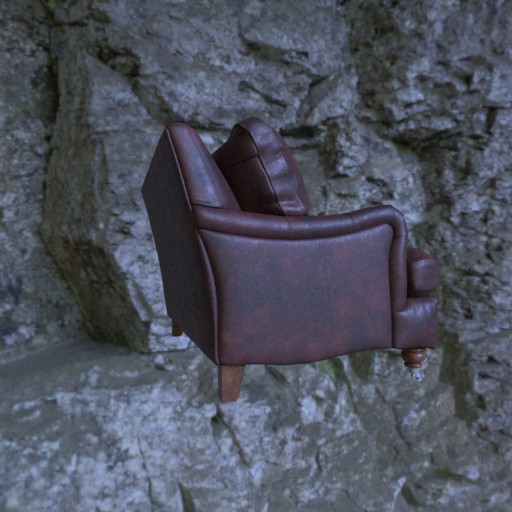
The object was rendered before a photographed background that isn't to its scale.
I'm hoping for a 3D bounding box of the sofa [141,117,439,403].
[{"bbox_3d":[0.000,0.000,2.413,1.148,1.070,1.628,0,0,-18],"label":"sofa"}]
